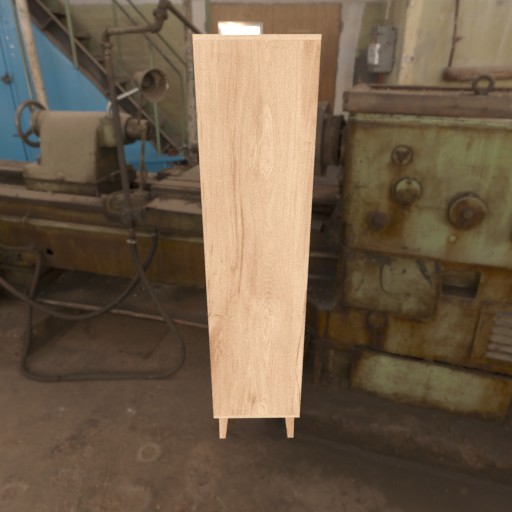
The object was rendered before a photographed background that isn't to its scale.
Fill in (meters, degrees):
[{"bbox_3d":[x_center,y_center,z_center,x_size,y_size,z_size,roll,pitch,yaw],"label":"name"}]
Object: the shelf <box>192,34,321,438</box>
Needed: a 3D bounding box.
[{"bbox_3d":[0.000,0.000,2.198,0.450,1.960,0.510,0,26,-1],"label":"shelf"}]
